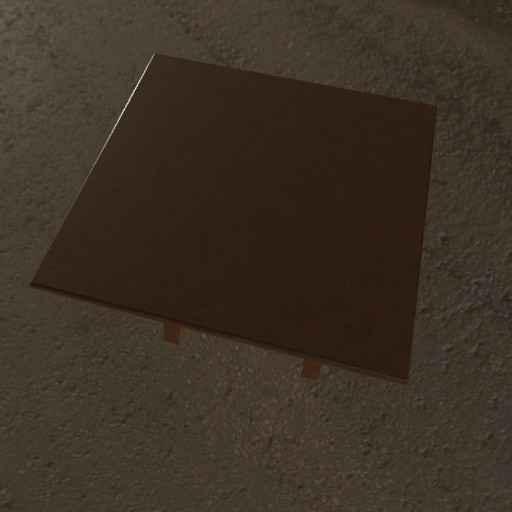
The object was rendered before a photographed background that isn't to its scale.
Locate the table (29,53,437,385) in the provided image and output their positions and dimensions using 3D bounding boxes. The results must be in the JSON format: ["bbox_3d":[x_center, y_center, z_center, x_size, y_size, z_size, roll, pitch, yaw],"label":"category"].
[{"bbox_3d":[0.000,0.000,1.040,0.602,0.562,0.560,13,64,7],"label":"table"}]
